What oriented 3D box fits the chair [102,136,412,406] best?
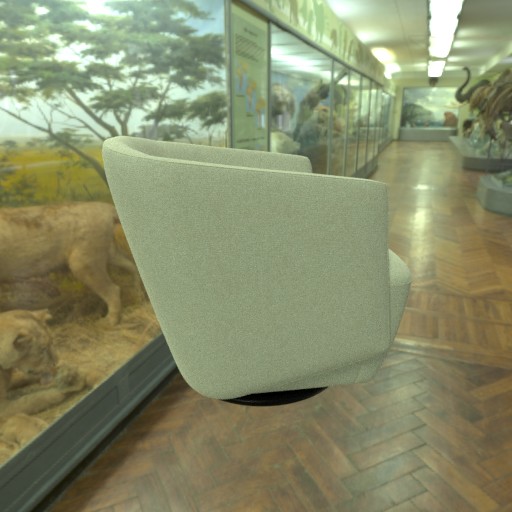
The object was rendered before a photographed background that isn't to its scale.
[{"bbox_3d":[0.000,0.000,1.638,0.986,0.861,0.822,-3,18,-10],"label":"chair"}]
